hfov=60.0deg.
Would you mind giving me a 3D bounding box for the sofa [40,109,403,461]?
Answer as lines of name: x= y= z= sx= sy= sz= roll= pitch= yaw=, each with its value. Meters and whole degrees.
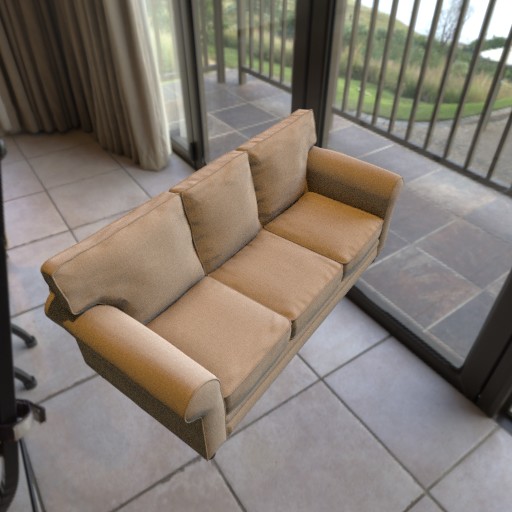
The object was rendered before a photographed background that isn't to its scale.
sofa: x=0.000 y=0.000 z=2.552 sx=0.916 sy=0.961 sz=2.084 roll=26 pitch=47 yaw=27
